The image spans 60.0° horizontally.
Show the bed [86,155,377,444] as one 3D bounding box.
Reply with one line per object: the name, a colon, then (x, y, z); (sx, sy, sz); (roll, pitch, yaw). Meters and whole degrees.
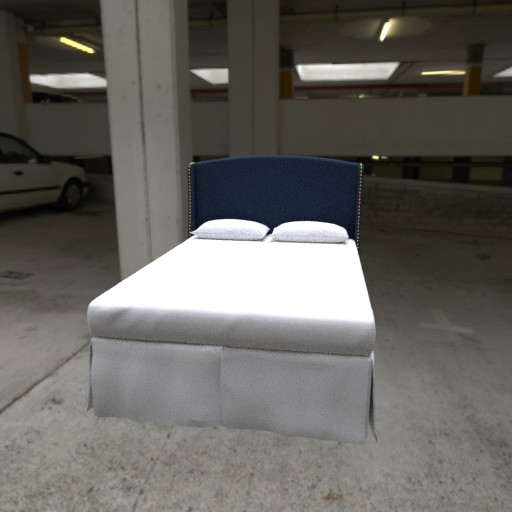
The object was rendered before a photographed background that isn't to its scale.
bed: (0.000, 0.000, 3.234); (1.604, 1.402, 2.223); (2, 14, 9)
